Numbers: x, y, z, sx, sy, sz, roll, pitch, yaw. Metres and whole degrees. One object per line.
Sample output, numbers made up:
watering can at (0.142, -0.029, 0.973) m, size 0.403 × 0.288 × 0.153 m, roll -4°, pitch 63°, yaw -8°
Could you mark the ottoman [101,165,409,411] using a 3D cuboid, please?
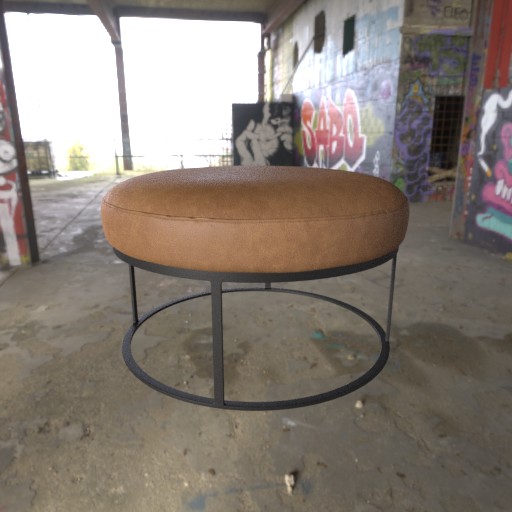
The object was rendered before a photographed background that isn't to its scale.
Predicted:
ottoman at (0.000, 0.000, 1.208) m, size 0.771 × 0.460 × 0.771 m, roll 0°, pitch 16°, yaw 0°
